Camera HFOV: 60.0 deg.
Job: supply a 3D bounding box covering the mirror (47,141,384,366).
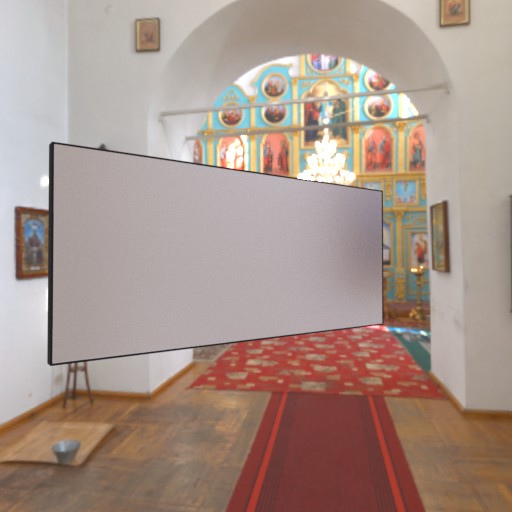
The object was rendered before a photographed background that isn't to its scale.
[{"bbox_3d":[0.000,0.000,1.843,1.584,0.692,0.047,1,-1,-36],"label":"mirror"}]
